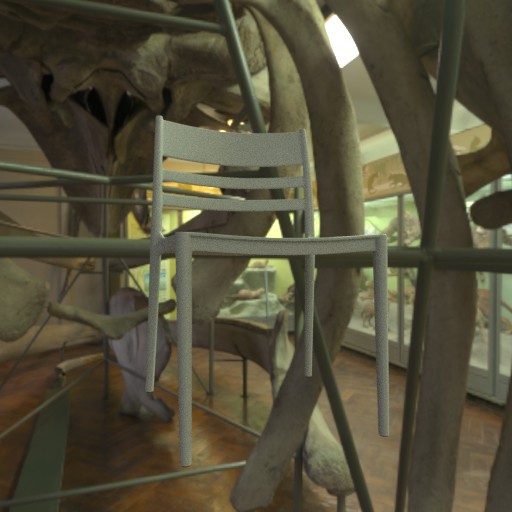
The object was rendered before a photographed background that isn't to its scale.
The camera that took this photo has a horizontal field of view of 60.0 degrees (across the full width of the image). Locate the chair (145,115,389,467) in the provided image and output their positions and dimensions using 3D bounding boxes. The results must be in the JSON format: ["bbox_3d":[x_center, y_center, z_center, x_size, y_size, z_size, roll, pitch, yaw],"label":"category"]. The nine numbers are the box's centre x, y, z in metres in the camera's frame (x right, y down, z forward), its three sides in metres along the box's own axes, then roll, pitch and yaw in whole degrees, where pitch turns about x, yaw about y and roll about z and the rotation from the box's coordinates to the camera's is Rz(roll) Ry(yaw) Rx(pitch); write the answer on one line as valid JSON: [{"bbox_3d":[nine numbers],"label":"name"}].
[{"bbox_3d":[0.000,0.000,1.153,0.531,0.800,0.511,0,1,-18],"label":"chair"}]
